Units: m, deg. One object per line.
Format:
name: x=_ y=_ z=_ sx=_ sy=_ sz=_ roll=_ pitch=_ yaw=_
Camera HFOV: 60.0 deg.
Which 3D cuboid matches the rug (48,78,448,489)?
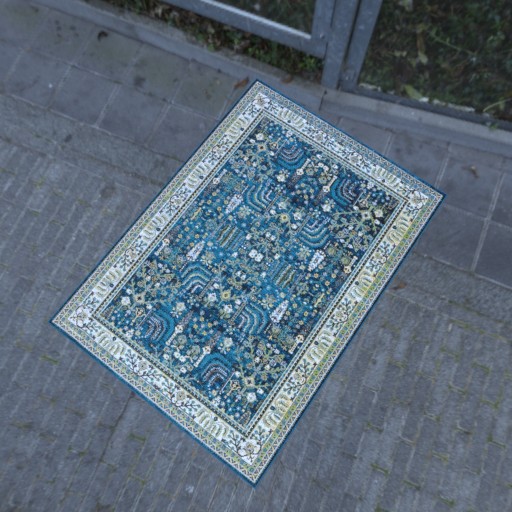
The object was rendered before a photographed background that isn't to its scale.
rug: x=0.000 y=0.000 z=2.870 sx=1.594 sy=0.013 sz=2.213 roll=35 pitch=77 yaw=10
